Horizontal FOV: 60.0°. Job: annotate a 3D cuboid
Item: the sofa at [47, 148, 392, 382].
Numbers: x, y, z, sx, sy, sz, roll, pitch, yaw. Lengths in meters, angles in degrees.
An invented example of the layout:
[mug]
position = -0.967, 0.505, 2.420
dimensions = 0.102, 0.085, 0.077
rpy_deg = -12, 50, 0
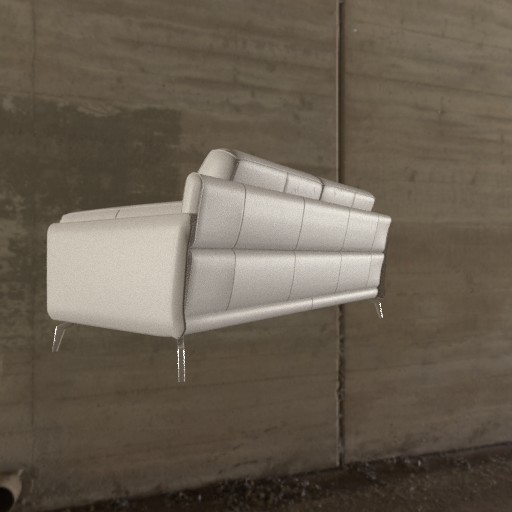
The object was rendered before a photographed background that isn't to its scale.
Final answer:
[sofa]
position = 0.000, 0.000, 2.630
dimensions = 1.049, 0.930, 2.101
rpy_deg = 0, 0, 36
